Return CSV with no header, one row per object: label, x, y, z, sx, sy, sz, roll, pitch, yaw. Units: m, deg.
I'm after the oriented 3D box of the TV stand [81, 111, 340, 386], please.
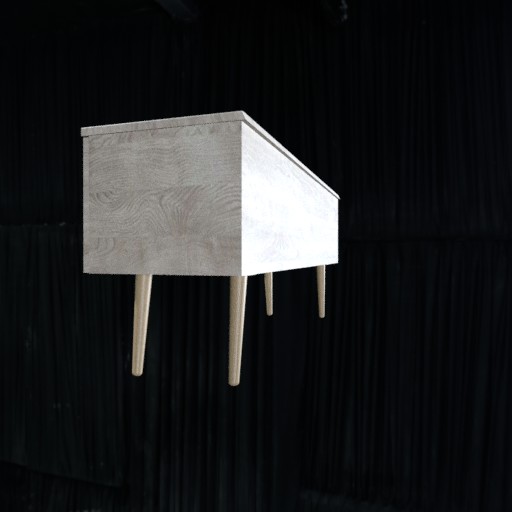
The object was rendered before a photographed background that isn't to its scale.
TV stand,0.000,0.000,1.534,0.401,0.565,1.313,0,0,18
